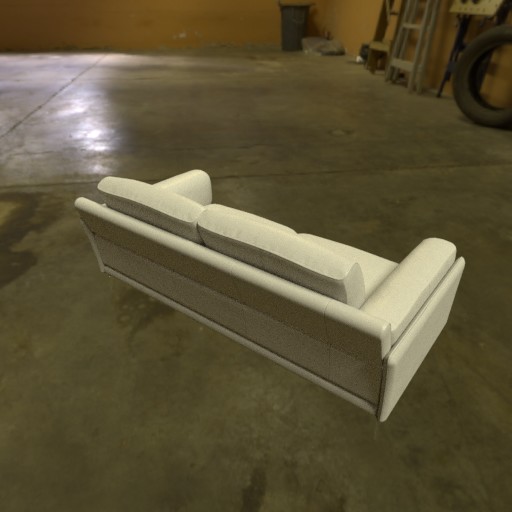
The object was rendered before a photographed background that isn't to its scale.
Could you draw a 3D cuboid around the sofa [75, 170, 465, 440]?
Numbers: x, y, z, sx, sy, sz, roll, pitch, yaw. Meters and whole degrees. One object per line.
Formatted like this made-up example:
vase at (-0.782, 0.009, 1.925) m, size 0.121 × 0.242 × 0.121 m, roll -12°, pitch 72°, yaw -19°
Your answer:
sofa at (0.000, 0.000, 2.660) m, size 2.101 × 0.930 × 1.049 m, roll 21°, pitch 37°, yaw 32°
